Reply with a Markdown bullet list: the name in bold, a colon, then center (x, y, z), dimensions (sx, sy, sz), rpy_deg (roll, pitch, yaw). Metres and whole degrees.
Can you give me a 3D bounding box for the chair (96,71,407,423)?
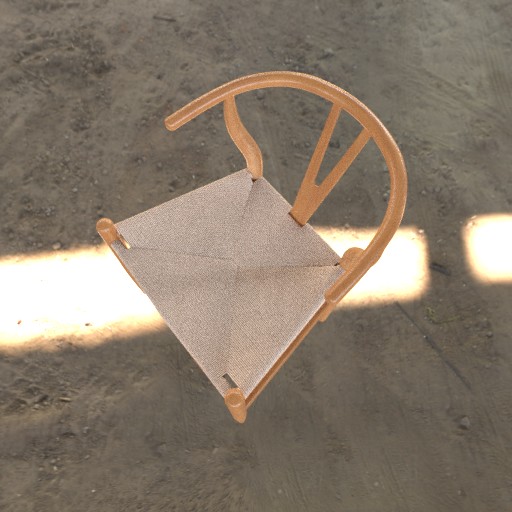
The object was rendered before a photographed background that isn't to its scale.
- **chair**: center (0.000, 0.000, 1.168), dimensions (0.579, 0.730, 0.569), rpy_deg (-36, 70, -15)
